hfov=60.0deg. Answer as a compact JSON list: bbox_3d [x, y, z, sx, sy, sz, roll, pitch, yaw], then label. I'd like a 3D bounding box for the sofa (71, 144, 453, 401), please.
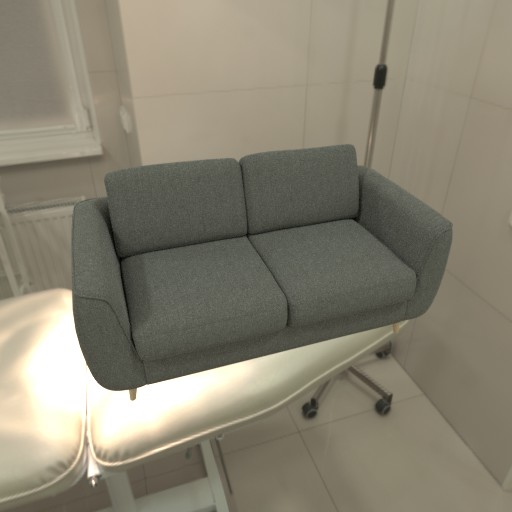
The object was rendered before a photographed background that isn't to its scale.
[{"bbox_3d":[0.000,0.000,2.226,1.700,0.870,0.920,-10,34,-16],"label":"sofa"}]
